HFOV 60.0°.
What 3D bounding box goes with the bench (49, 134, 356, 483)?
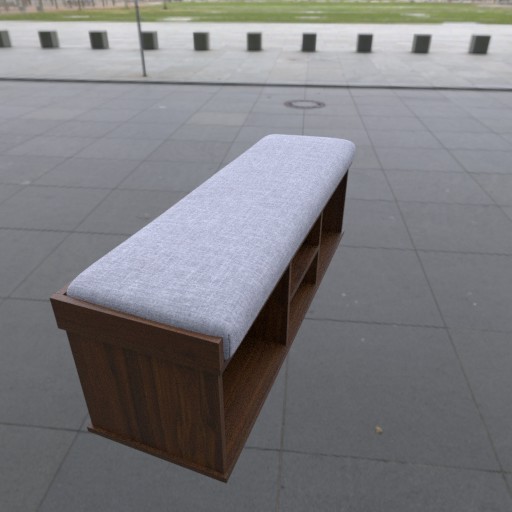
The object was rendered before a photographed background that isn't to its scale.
[{"bbox_3d":[0.000,0.000,1.355,0.367,0.468,1.196,11,32,18],"label":"bench"}]
